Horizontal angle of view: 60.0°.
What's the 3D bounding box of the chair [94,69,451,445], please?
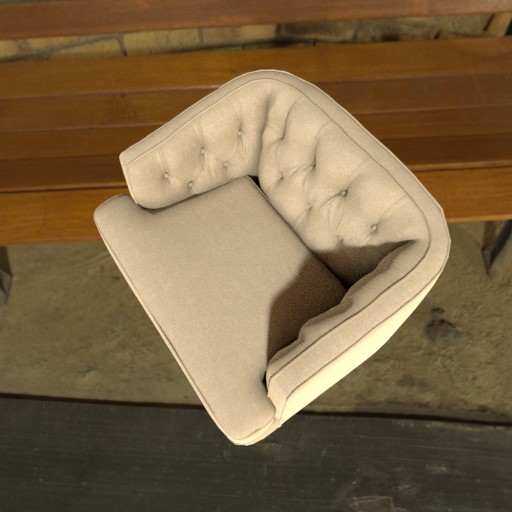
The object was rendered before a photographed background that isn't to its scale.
[{"bbox_3d":[0.000,0.000,1.756,0.941,0.852,1.104,-32,67,-15],"label":"chair"}]
